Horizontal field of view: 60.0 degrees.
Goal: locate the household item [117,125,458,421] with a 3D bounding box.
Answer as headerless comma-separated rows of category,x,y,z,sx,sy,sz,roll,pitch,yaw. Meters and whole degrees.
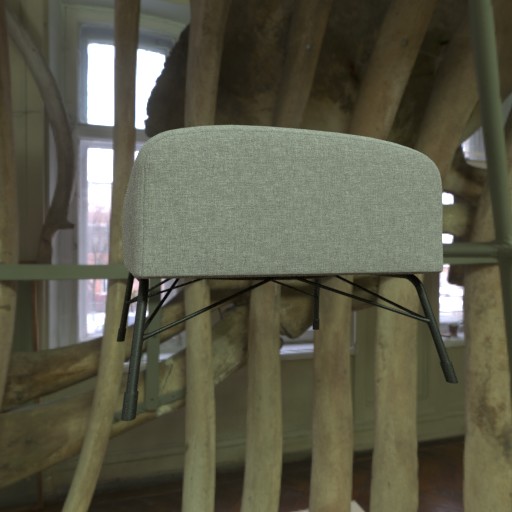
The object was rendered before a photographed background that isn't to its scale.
household item,0.000,0.000,0.890,0.530,0.410,0.530,0,1,-18
